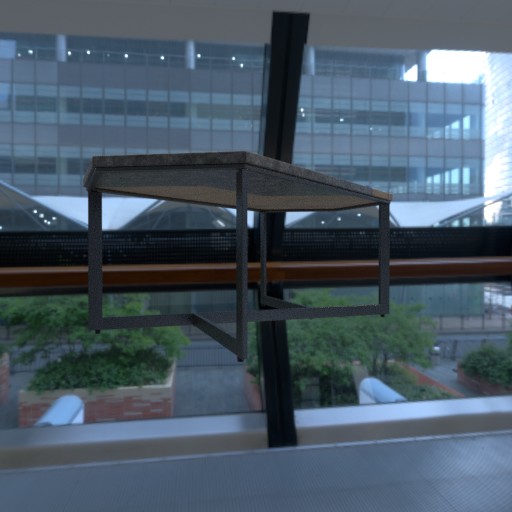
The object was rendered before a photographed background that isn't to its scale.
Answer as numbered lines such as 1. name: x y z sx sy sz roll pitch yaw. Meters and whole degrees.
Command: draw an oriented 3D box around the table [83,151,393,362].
1. table: 0.000 0.000 1.481 0.609 0.457 1.219 0 1 37
